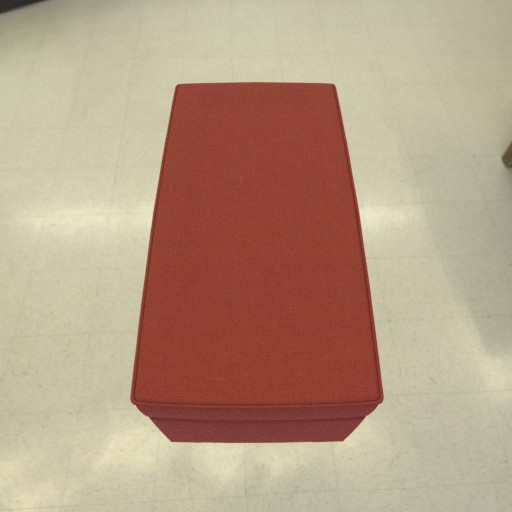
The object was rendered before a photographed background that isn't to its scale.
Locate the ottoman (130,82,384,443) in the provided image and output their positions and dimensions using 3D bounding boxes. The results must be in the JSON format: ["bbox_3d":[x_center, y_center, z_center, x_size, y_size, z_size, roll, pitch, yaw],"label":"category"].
[{"bbox_3d":[0.000,0.000,1.247,0.497,0.454,0.948,0,58,0],"label":"ottoman"}]
